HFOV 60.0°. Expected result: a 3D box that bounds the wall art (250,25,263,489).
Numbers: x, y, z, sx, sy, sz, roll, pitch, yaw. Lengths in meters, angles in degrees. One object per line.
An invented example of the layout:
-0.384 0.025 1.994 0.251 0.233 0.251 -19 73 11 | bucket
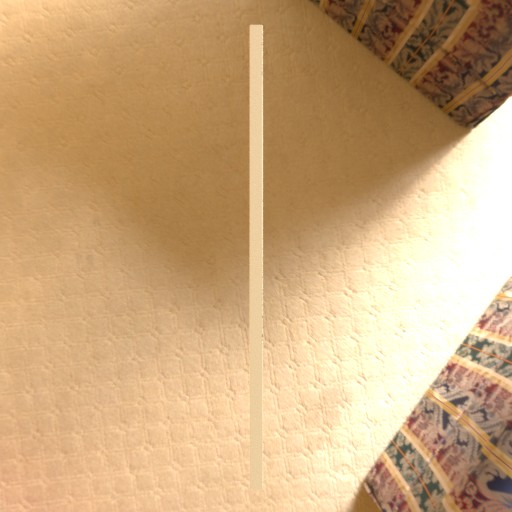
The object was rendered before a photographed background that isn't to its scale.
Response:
0.000 0.000 1.704 0.044 0.507 1.520 0 89 0 | wall art
